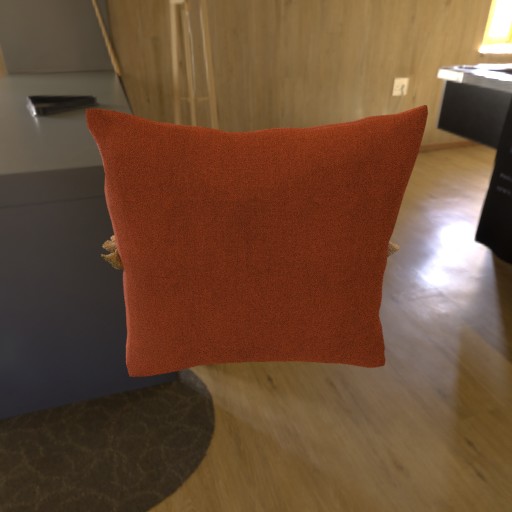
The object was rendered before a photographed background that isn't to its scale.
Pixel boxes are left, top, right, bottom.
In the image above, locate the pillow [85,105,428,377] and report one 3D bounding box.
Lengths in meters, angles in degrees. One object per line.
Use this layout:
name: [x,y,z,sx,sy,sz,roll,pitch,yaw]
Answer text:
pillow: [0.000,0.000,0.731,0.490,0.482,0.165,-1,30,-3]
